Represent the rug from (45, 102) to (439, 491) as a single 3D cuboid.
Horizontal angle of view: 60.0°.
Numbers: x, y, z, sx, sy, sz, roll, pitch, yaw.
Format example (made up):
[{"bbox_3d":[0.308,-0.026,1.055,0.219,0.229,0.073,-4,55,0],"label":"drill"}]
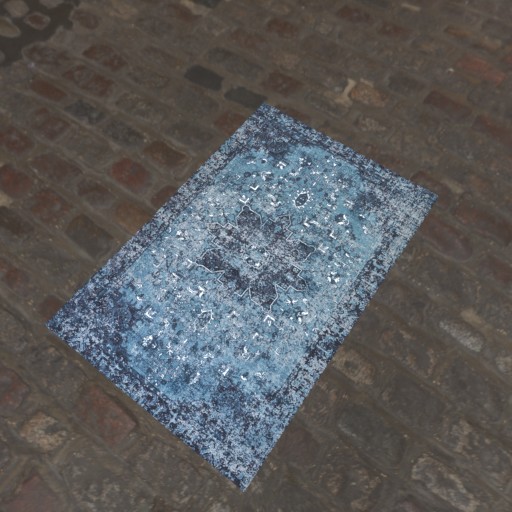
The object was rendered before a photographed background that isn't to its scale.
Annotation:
[{"bbox_3d":[0.000,0.000,2.329,1.219,0.005,1.828,33,68,15],"label":"rug"}]
